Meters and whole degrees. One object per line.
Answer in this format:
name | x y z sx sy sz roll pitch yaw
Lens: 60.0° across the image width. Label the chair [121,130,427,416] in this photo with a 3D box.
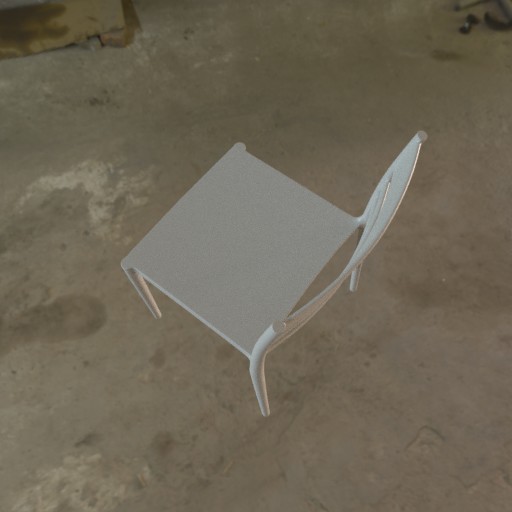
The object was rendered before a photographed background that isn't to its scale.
chair | 0.000 0.000 1.144 0.511 0.800 0.531 34 69 15
